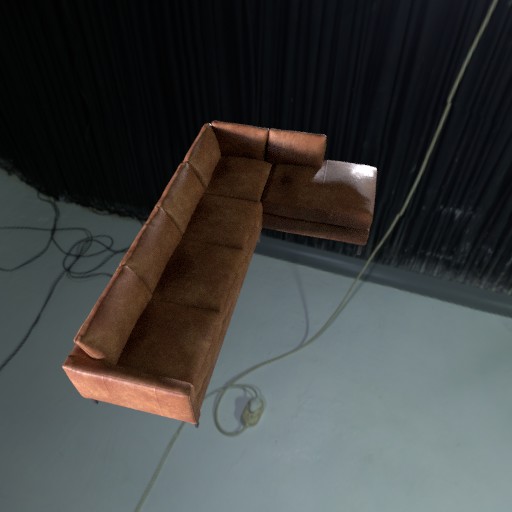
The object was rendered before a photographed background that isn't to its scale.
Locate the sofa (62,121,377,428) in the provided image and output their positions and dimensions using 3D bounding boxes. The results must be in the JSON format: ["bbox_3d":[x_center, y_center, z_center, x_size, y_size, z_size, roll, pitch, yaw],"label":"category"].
[{"bbox_3d":[0.000,0.000,3.915,1.938,0.877,2.984,10,48,9],"label":"sofa"}]
